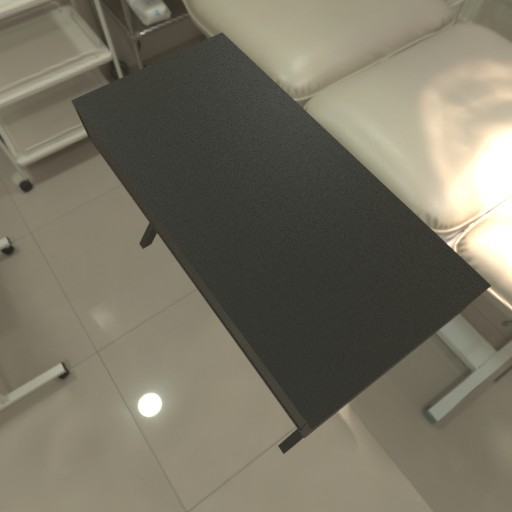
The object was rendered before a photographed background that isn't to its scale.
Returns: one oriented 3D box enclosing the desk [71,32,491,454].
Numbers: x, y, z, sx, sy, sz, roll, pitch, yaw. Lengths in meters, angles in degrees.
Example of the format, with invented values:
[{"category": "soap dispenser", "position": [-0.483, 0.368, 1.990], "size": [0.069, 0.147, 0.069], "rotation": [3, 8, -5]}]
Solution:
[{"category": "desk", "position": [0.000, 0.000, 1.443], "size": [0.504, 0.780, 1.057], "rotation": [-32, 67, -16]}]
